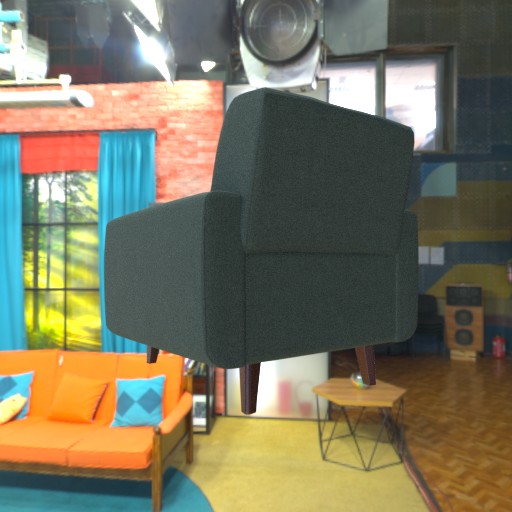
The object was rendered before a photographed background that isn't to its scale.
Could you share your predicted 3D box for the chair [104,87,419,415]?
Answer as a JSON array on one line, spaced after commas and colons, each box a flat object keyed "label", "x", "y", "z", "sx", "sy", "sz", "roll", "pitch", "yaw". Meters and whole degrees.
[{"label": "chair", "x": 0.000, "y": 0.000, "z": 1.578, "sx": 0.831, "sy": 0.841, "sz": 0.909, "roll": 0, "pitch": -1, "yaw": -35}]
